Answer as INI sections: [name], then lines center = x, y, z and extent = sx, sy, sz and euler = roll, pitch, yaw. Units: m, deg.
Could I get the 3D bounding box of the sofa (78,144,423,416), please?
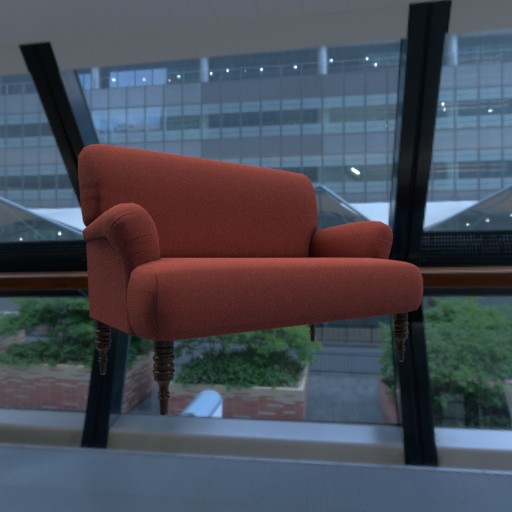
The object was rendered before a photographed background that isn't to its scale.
[sofa]
center = 0.000, 0.000, 1.798
extent = 1.297, 0.889, 0.779
euler = 0, 0, -36
